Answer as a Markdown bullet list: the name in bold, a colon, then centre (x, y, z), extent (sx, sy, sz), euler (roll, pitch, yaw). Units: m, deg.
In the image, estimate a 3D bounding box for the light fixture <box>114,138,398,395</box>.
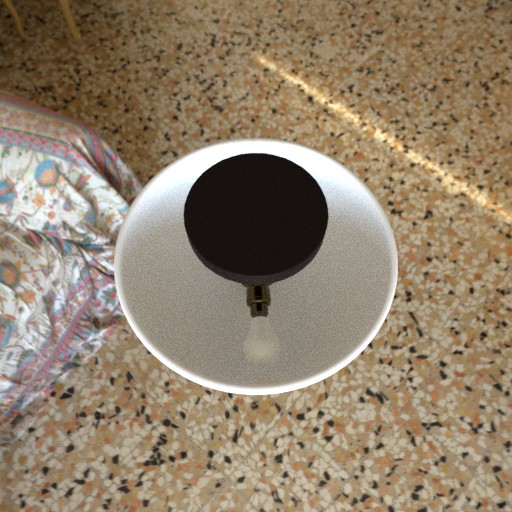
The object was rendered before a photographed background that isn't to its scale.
- **light fixture**: centre (0.000, 0.000, 0.540), extent (0.331, 0.212, 0.331), euler (0, 64, 0)
